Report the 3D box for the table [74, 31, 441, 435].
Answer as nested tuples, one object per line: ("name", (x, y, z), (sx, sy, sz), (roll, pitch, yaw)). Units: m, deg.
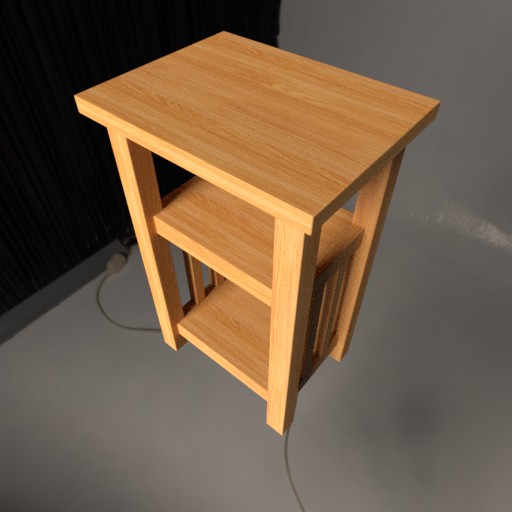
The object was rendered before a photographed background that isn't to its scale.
("table", (0.000, 0.000, 0.731), (0.350, 0.550, 0.270), (31, 54, 26))
